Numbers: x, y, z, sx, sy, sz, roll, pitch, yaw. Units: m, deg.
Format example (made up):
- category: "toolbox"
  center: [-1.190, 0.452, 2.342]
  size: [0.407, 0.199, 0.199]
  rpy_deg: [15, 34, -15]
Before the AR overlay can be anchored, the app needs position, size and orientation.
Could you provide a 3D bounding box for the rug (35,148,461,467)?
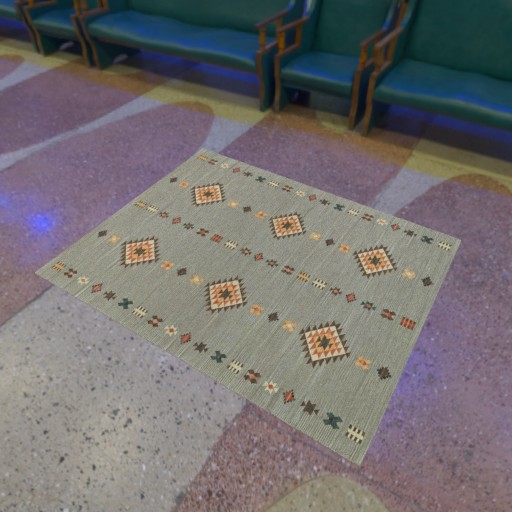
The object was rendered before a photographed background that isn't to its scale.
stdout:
- category: "rug"
  center: [0.000, 0.000, 4.012]
  size: [3.035, 0.008, 2.425]
  rpy_deg: [24, 49, 22]
